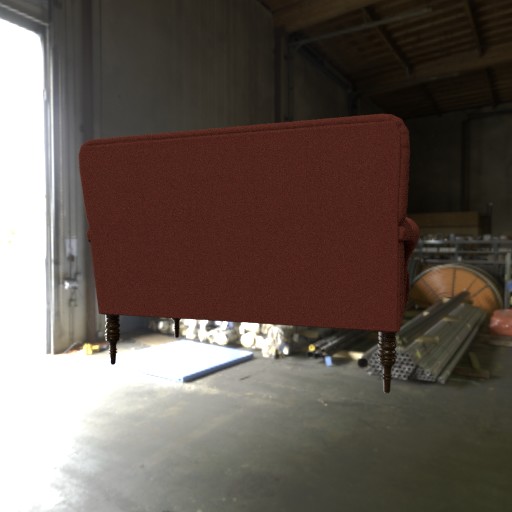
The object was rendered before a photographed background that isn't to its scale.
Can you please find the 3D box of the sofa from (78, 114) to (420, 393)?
[{"bbox_3d":[0.000,0.000,1.862,1.297,0.889,0.779,1,2,18],"label":"sofa"}]
